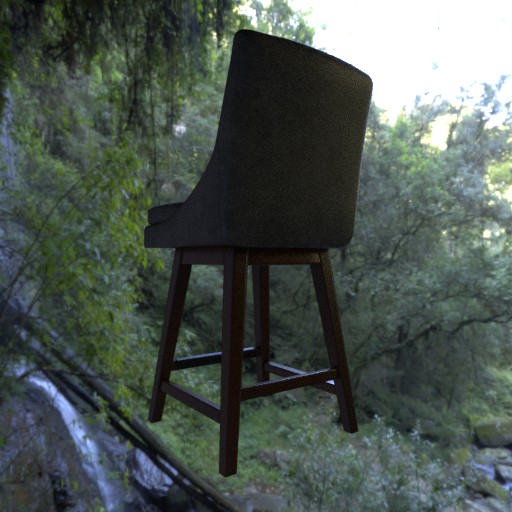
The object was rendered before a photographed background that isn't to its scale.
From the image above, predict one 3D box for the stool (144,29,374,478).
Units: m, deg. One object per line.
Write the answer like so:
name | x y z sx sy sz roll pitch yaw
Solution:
stool | 0.000 0.000 1.347 0.492 1.046 0.587 0 0 -36
